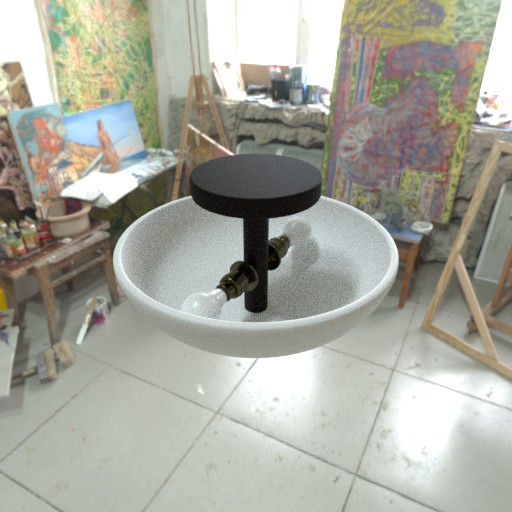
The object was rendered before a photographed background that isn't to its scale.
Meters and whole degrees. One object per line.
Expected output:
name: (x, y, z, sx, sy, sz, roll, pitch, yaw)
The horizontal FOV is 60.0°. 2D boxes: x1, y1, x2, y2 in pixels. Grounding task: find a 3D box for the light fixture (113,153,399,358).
light fixture: (0.000, 0.000, 0.543, 0.331, 0.212, 0.331, 0, 30, 0)
